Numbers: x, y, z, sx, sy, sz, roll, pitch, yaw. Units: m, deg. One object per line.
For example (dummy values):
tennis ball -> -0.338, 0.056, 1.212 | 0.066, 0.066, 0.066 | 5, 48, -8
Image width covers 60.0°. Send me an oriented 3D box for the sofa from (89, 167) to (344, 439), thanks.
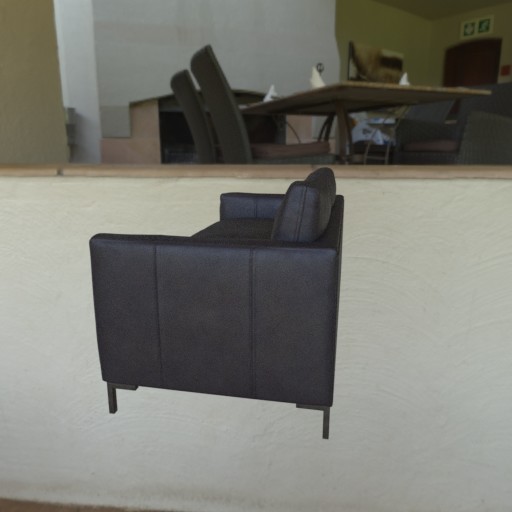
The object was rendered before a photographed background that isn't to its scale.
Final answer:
sofa -> 0.000, 0.000, 2.335 | 0.947, 0.883, 1.805 | 2, 13, 9
